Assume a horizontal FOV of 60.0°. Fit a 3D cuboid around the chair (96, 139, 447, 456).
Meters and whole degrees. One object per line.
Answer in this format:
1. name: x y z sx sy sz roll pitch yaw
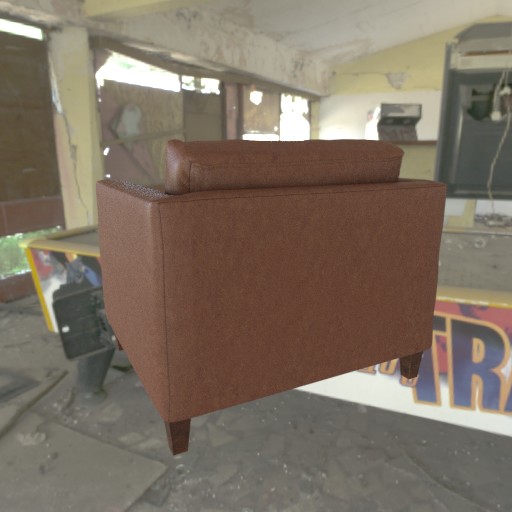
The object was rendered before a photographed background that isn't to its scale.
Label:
1. chair: 0.000 0.000 1.808 1.107 0.917 0.959 -7 15 -27
